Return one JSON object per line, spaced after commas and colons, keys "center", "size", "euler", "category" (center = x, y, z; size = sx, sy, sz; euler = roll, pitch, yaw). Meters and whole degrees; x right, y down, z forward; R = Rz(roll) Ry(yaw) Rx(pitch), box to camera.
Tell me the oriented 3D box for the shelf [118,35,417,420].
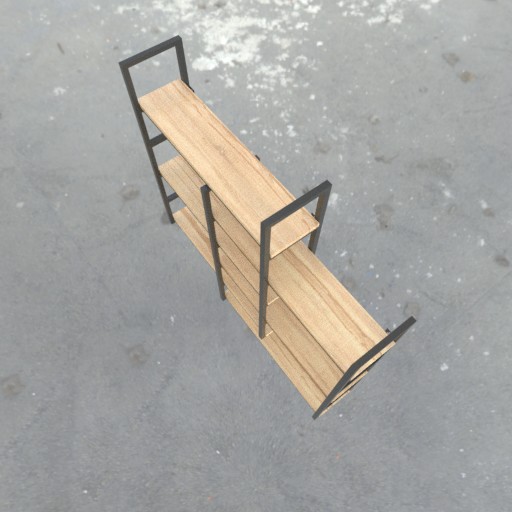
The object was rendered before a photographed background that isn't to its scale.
{"center": [0.000, 0.000, 1.398], "size": [0.183, 0.921, 0.946], "euler": [-34, 67, -16], "category": "shelf"}
